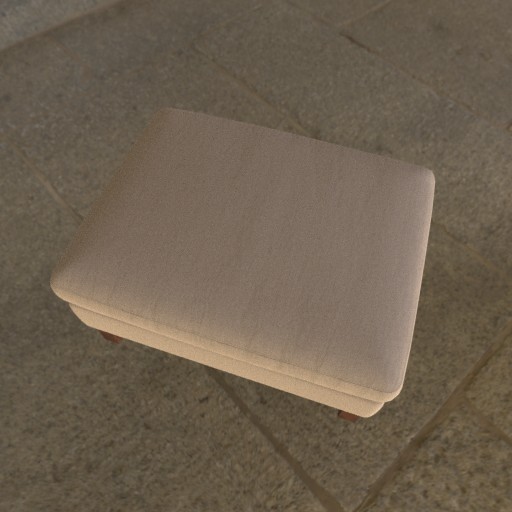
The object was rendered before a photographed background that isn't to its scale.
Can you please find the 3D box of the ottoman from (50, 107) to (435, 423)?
[{"bbox_3d":[0.000,0.000,1.144,0.771,0.420,0.606,16,60,9],"label":"ottoman"}]
